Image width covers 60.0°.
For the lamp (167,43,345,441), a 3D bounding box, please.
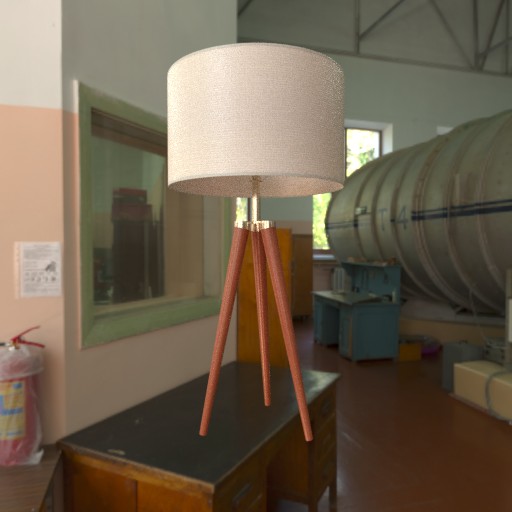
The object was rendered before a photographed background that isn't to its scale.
[{"bbox_3d":[0.000,0.000,0.913,0.355,0.709,0.354,0,2,19],"label":"lamp"}]
